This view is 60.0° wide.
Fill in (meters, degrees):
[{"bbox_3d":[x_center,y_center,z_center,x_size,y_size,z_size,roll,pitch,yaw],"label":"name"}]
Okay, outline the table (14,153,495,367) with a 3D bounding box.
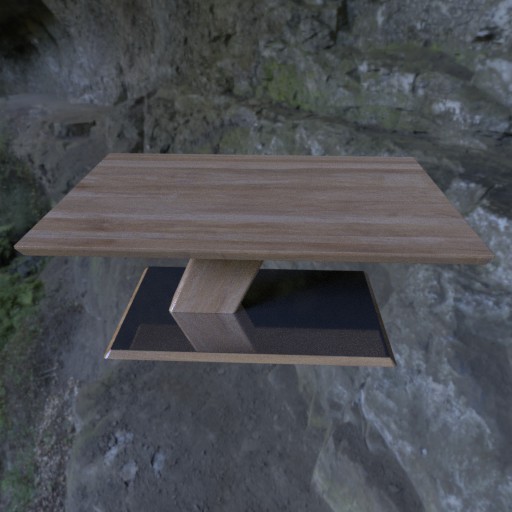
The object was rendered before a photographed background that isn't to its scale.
[{"bbox_3d":[0.000,0.000,1.421,1.100,0.441,0.692,1,31,2],"label":"table"}]
